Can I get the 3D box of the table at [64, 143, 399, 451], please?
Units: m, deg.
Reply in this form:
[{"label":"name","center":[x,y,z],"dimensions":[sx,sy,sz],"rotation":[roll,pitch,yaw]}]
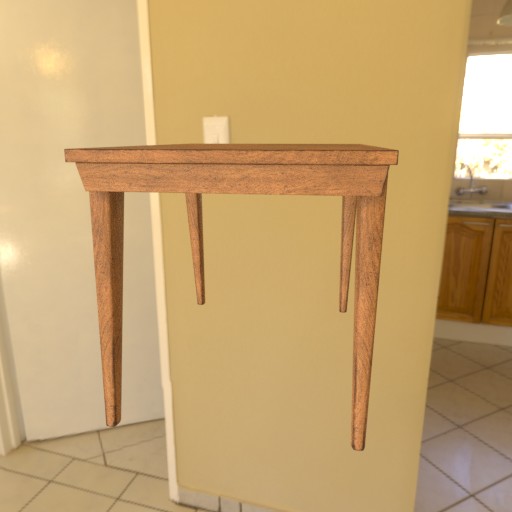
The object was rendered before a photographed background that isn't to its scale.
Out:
[{"label":"table","center":[0.000,0.000,1.573],"dimensions":[0.757,0.760,1.027],"rotation":[2,15,8]}]
